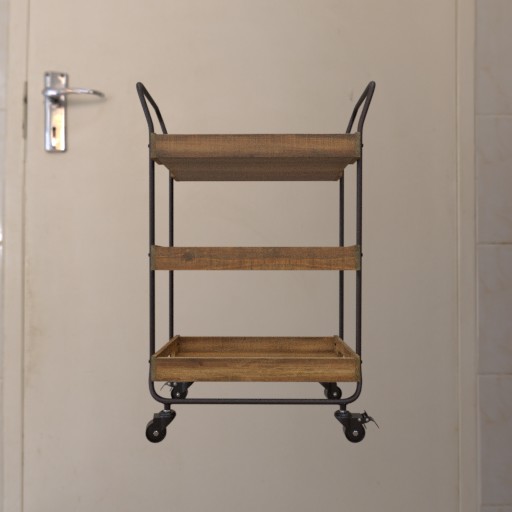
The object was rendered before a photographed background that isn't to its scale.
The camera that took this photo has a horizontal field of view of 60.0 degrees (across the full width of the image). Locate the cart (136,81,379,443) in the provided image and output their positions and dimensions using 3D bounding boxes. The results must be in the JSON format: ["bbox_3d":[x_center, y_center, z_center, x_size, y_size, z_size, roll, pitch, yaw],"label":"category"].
[{"bbox_3d":[0.000,0.000,1.177,0.583,0.857,0.339,0,-1,1],"label":"cart"}]
